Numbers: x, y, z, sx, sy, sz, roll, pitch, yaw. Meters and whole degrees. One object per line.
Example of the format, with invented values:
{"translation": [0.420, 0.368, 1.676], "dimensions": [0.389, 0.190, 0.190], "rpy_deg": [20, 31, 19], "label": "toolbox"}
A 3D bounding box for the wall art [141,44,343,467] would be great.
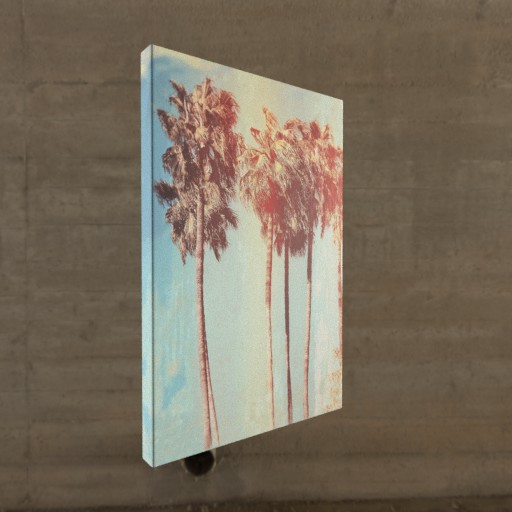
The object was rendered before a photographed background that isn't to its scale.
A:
{"translation": [0.000, 0.000, 0.769], "dimensions": [0.401, 0.610, 0.038], "rpy_deg": [-1, 1, -37], "label": "wall art"}
